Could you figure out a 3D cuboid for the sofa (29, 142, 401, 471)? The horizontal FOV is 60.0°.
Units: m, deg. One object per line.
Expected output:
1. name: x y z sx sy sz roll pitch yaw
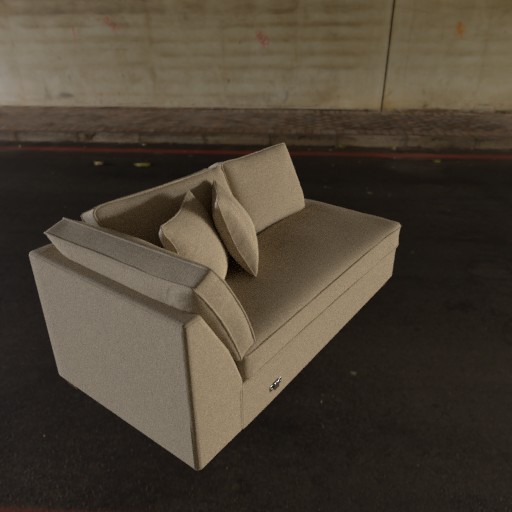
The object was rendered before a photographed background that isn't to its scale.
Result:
1. sofa: 0.000 0.000 2.772 1.110 1.033 2.237 18 32 32
